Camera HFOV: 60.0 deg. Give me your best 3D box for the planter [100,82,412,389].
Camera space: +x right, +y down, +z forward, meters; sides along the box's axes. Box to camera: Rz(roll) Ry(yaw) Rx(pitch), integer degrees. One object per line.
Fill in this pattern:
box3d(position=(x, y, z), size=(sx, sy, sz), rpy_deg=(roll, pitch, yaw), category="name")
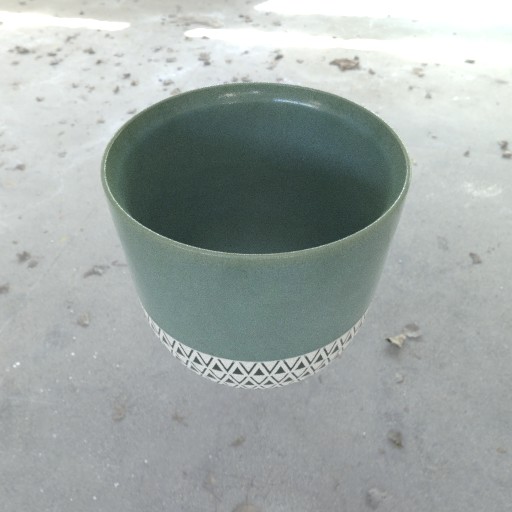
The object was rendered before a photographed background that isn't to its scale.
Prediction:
box3d(position=(0.000, 0.000, 0.484), size=(0.266, 0.270, 0.266), rpy_deg=(0, 46, 0), category="planter")
